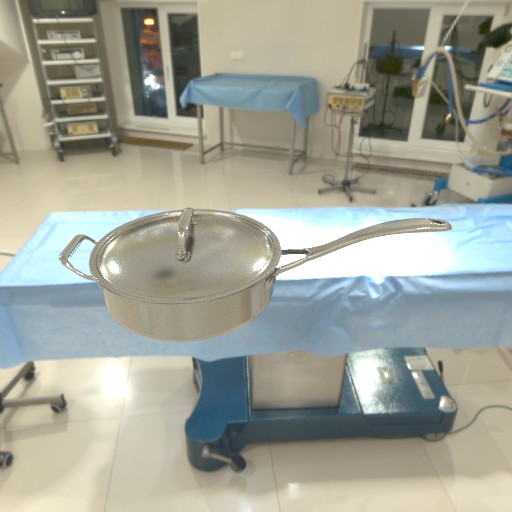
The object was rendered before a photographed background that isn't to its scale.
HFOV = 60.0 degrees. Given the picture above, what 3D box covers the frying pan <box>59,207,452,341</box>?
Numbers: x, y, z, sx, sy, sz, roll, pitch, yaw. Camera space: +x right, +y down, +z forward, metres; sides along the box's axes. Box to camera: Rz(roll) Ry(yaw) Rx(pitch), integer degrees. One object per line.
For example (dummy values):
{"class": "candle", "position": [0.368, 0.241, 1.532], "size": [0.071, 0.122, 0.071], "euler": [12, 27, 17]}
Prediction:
{"class": "frying pan", "position": [0.000, 0.000, 0.583], "size": [0.492, 0.111, 0.245], "euler": [0, 30, 0]}
